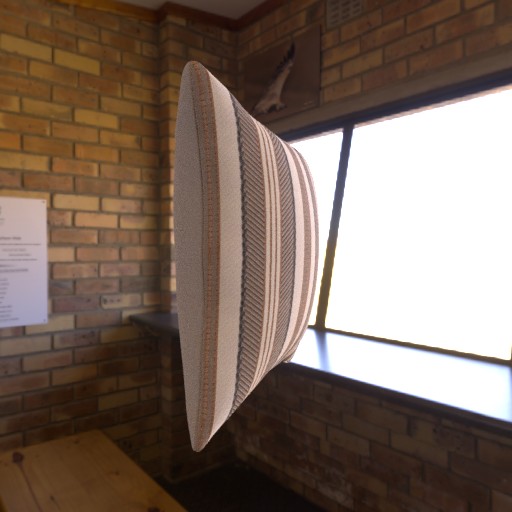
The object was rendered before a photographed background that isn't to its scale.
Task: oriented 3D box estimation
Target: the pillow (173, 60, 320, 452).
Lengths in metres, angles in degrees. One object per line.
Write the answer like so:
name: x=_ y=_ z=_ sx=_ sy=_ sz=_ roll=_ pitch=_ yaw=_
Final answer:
pillow: x=0.000 y=0.000 z=0.642 sx=0.173 sy=0.401 sz=0.416 roll=0 pitch=1 yaw=18
